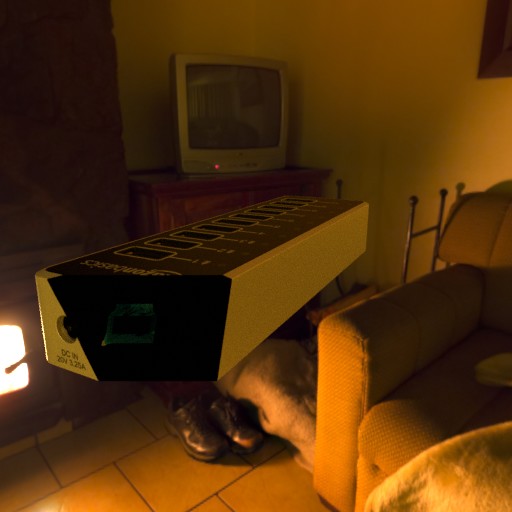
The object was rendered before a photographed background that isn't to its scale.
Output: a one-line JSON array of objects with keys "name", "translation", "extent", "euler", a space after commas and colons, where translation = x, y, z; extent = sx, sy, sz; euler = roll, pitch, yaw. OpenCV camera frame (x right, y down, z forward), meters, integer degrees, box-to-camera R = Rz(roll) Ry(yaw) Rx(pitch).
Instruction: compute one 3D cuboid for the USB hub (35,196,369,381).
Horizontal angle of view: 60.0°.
[{"name": "USB hub", "translation": [0.000, 0.000, 0.158], "extent": [0.044, 0.023, 0.145], "euler": [8, 18, 27]}]
